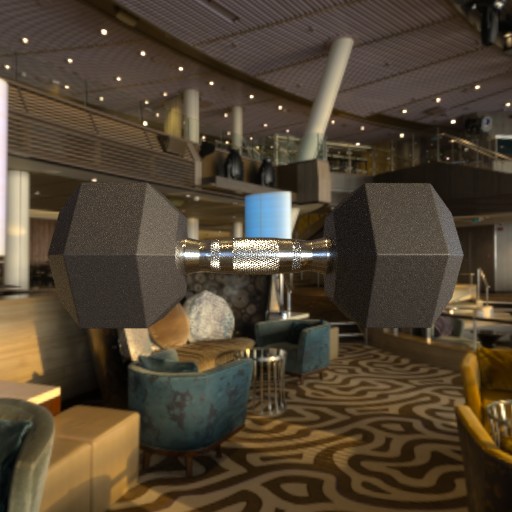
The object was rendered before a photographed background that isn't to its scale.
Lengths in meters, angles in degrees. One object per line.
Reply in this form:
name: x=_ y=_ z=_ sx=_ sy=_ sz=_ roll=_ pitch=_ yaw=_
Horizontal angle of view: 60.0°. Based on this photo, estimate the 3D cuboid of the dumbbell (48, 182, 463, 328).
dumbbell: x=0.000 y=0.000 z=0.375 sx=0.315 sy=0.113 sz=0.129 roll=0 pitch=-1 yaw=-1
